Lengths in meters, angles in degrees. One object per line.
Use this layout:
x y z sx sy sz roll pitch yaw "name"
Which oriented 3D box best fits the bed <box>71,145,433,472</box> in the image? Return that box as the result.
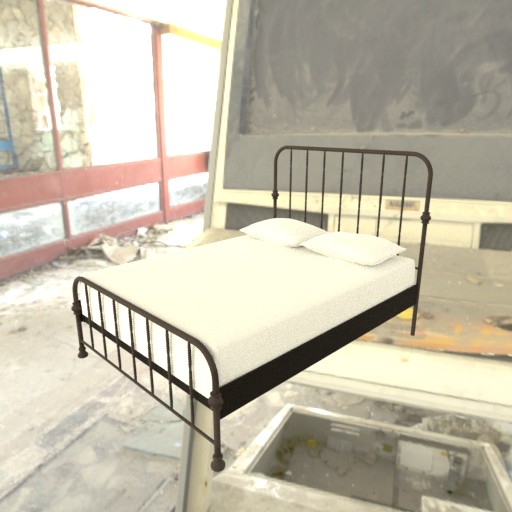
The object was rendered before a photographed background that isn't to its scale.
0.000 0.000 3.224 2.134 1.446 1.616 -16 23 -42 "bed"
